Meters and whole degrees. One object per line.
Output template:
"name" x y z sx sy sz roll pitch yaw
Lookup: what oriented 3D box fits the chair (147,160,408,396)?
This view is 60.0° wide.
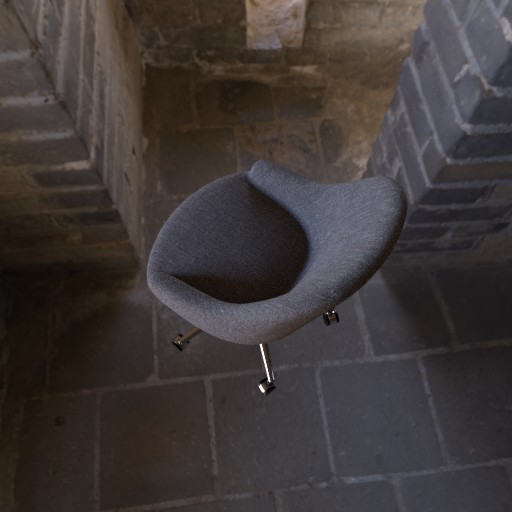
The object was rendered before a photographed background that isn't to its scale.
"chair" 0.000 0.000 1.430 0.712 0.950 0.671 34 68 15
